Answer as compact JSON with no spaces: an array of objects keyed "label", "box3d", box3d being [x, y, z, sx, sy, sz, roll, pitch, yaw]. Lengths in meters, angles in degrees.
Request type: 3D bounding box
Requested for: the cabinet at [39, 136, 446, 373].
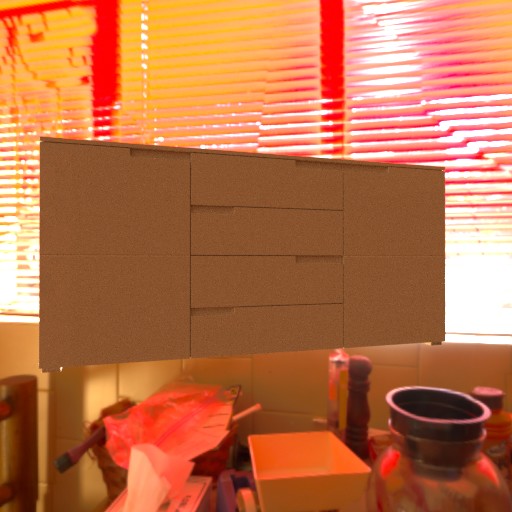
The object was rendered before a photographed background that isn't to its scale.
[{"label":"cabinet","box3d":[0.000,0.000,1.924,1.650,0.800,0.400,0,0,-17]}]
